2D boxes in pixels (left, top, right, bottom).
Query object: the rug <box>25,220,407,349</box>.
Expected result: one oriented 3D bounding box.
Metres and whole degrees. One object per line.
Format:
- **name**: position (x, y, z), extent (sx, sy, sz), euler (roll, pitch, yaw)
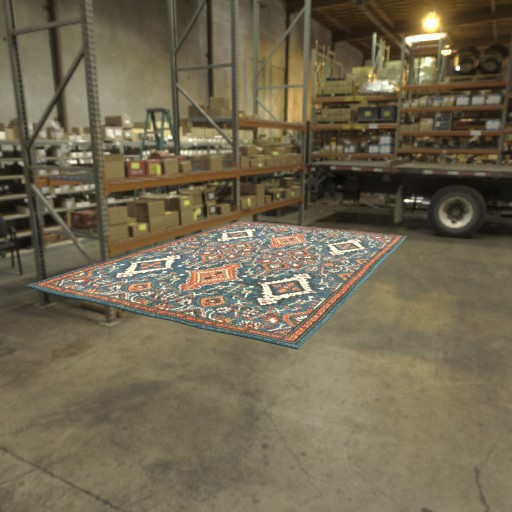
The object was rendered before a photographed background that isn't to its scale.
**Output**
- **rug**: position (0.000, 0.000, 3.051), extent (1.622, 0.009, 2.373), euler (8, 16, 27)
